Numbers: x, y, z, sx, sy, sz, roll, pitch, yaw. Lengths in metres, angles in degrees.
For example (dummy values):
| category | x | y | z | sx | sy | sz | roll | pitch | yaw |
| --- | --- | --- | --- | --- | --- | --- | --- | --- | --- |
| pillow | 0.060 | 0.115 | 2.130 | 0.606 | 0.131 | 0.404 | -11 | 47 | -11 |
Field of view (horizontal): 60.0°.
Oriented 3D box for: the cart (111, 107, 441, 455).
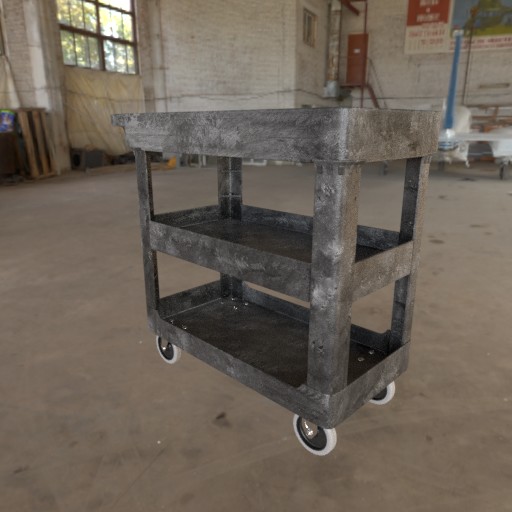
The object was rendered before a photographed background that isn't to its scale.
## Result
| category | x | y | z | sx | sy | sz | roll | pitch | yaw |
| --- | --- | --- | --- | --- | --- | --- | --- | --- | --- |
| cart | 0.000 | 0.000 | 1.340 | 0.877 | 0.824 | 0.420 | 16 | 23 | 42 |
